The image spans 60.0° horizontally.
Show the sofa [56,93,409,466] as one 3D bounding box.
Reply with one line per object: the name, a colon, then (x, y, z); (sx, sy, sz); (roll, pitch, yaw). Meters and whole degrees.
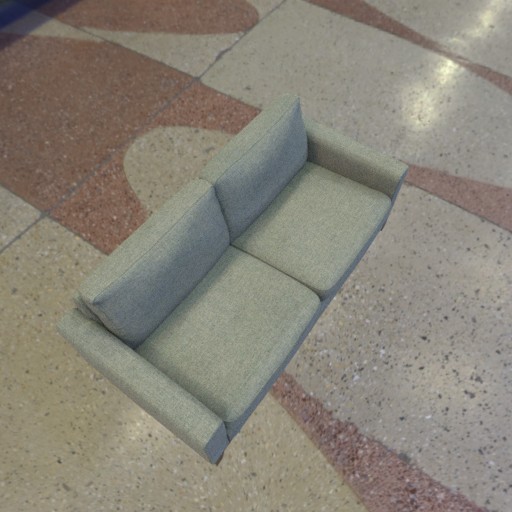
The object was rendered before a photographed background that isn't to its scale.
sofa: (0.000, 0.000, 2.531); (0.969, 0.892, 1.978); (31, 63, 18)
